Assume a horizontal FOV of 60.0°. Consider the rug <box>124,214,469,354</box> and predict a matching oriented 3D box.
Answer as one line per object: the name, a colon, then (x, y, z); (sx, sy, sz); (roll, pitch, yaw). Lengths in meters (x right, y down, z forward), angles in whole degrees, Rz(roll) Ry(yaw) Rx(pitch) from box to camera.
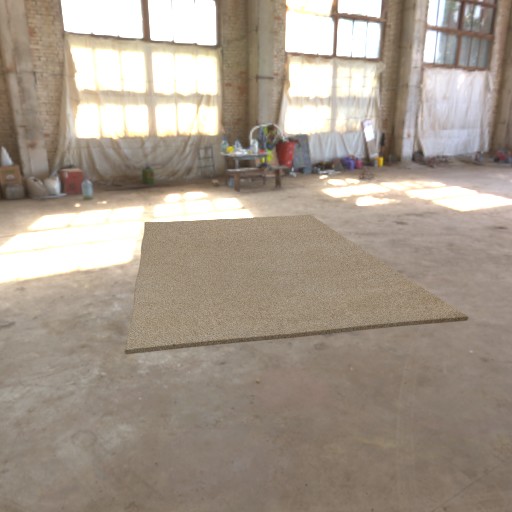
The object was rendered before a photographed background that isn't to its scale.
rug: (0.000, 0.000, 3.493); (1.800, 0.025, 2.699); (-4, 18, -11)
